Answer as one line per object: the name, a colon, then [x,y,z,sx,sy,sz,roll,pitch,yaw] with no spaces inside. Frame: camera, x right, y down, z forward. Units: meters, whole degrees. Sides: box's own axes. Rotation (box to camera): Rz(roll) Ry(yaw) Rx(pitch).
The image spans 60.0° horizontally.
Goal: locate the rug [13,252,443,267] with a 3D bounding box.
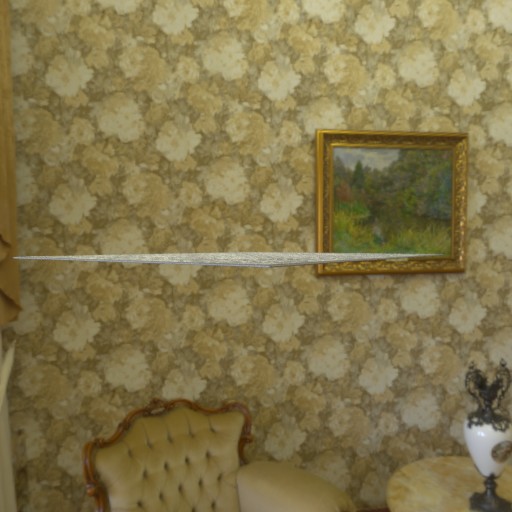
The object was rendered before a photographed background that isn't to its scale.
rug: [0.000,0.000,3.840,2.363,0.012,2.980,1,2,36]
